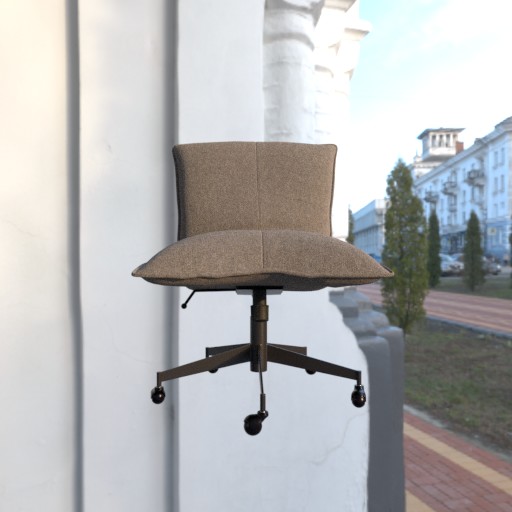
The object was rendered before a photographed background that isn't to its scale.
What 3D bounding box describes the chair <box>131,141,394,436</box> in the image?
[{"bbox_3d":[0.000,0.000,1.273,0.597,0.811,0.696,0,0,-1],"label":"chair"}]
